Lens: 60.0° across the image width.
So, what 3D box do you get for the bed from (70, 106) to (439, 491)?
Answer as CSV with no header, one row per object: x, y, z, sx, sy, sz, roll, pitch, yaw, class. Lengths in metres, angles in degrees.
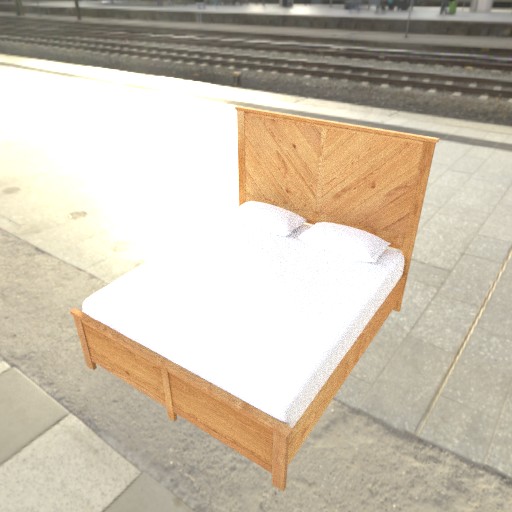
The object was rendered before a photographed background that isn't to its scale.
0.000,0.000,3.553,1.936,1.686,2.201,19,36,29,bed
